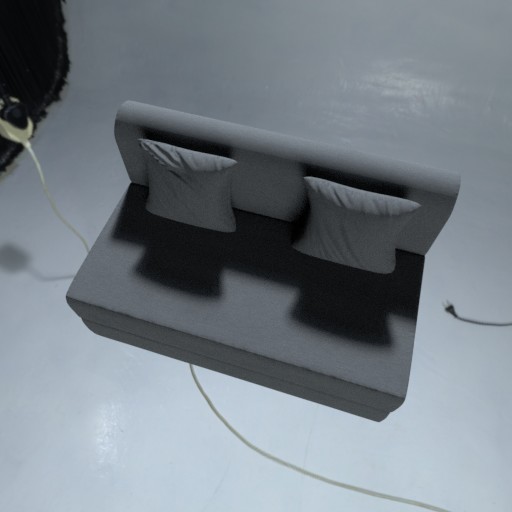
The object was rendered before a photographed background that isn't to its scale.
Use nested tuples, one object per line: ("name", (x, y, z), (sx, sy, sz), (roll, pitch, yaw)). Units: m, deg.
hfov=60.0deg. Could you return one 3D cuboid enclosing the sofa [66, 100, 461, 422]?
("sofa", (0.000, 0.000, 1.677), (1.225, 0.670, 0.762), (15, 60, 9))
